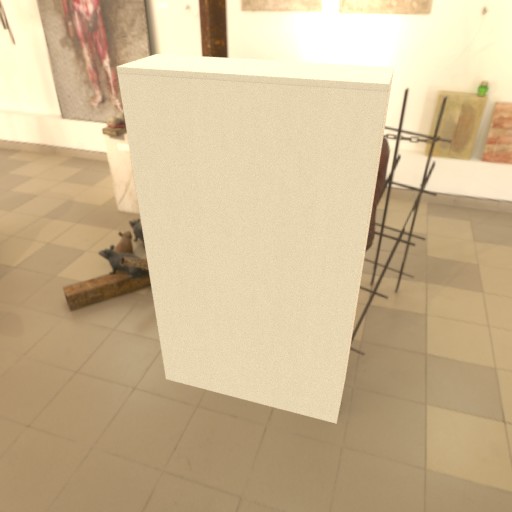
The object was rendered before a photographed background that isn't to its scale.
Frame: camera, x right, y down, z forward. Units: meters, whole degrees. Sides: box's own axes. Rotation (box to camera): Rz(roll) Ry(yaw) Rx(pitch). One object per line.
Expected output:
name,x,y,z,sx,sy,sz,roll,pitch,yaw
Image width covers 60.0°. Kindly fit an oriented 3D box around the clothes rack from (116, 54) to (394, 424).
clothes rack,0.000,0.000,1.604,0.750,1.280,0.250,10,34,15
